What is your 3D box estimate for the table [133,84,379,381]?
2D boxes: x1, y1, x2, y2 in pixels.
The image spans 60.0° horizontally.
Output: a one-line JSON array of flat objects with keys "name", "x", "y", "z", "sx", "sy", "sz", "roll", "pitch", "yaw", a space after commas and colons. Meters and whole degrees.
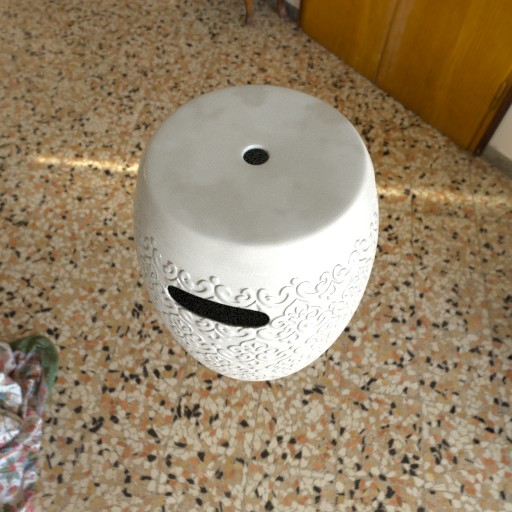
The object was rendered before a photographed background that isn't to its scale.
[{"name": "table", "x": 0.000, "y": 0.000, "z": 0.622, "sx": 0.309, "sy": 0.397, "sz": 0.309, "roll": 0, "pitch": 58, "yaw": 0}]
